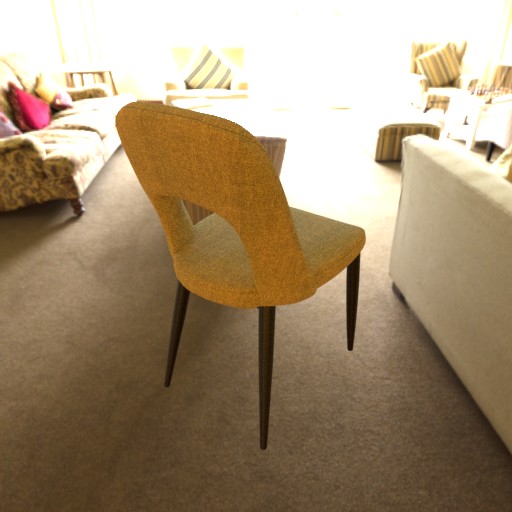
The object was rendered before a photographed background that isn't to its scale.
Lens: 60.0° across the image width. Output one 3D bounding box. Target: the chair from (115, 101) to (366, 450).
[{"bbox_3d":[0.000,0.000,1.291,0.470,0.931,0.612,21,36,32],"label":"chair"}]
